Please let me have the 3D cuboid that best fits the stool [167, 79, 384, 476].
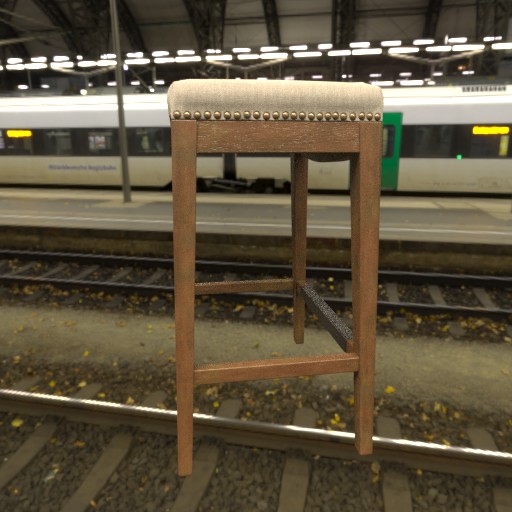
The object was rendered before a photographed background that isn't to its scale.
[{"bbox_3d":[0.000,0.000,0.960,0.356,0.660,0.508,-2,14,-9],"label":"stool"}]
